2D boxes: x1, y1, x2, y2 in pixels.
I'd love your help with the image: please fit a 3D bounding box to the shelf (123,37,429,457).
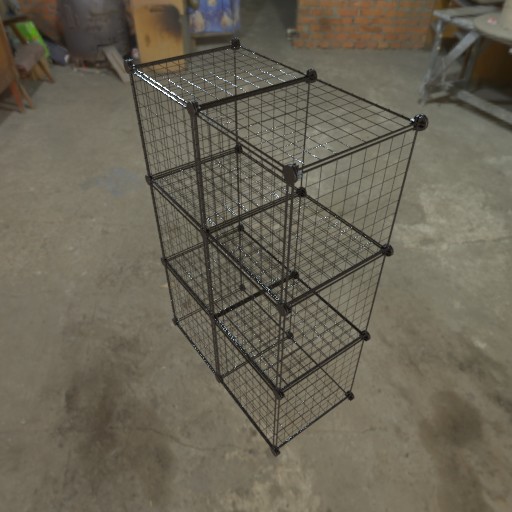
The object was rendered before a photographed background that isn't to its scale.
[{"bbox_3d":[0.000,0.000,1.386,0.356,1.067,0.711,-26,47,-26],"label":"shelf"}]
